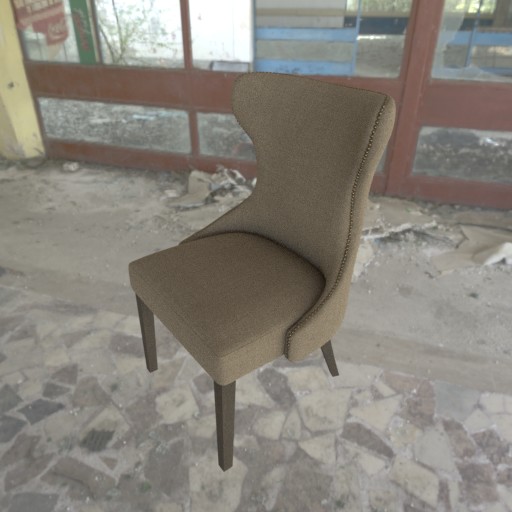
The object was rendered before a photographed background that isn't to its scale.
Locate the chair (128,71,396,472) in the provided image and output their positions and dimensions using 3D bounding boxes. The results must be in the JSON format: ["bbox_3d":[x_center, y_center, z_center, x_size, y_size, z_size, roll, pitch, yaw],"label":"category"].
[{"bbox_3d":[0.000,0.000,1.353,0.635,0.967,0.628,-20,36,-31],"label":"chair"}]
